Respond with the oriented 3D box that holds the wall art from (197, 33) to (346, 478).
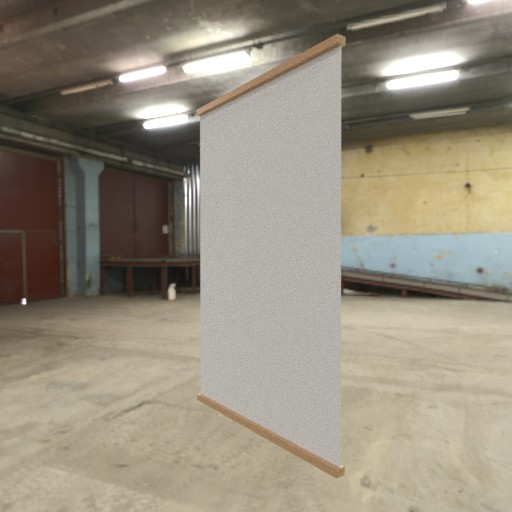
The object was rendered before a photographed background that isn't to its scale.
[{"bbox_3d":[0.000,0.000,0.776,0.016,0.611,0.401,0,1,-36],"label":"wall art"}]
